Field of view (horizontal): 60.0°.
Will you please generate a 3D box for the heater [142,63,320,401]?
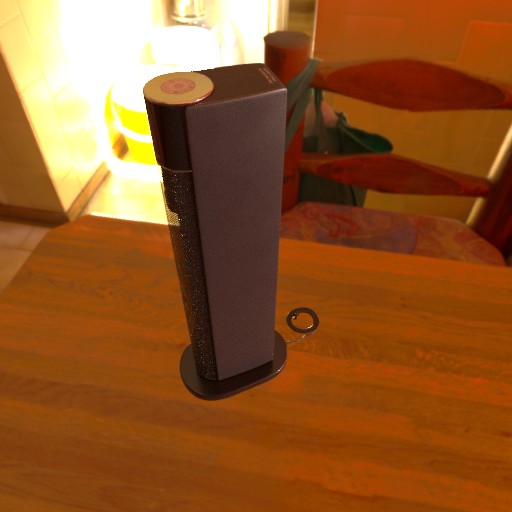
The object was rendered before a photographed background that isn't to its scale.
[{"bbox_3d":[0.000,0.000,1.023,0.458,0.856,0.214,-15,48,-14],"label":"heater"}]
